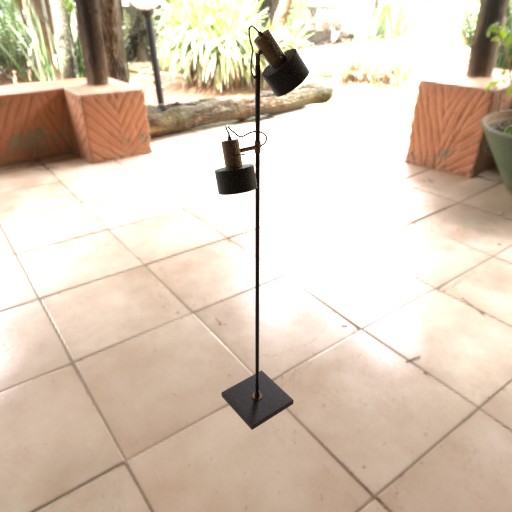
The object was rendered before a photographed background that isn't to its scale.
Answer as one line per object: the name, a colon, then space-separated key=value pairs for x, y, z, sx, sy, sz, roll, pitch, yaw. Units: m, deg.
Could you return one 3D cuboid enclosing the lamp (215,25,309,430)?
lamp: x=0.000 y=0.000 z=1.626 sx=0.315 sy=1.505 sz=0.233 roll=-21 pitch=36 yaw=-32
